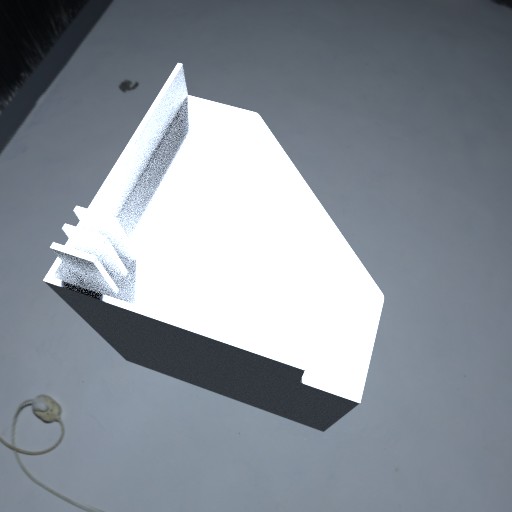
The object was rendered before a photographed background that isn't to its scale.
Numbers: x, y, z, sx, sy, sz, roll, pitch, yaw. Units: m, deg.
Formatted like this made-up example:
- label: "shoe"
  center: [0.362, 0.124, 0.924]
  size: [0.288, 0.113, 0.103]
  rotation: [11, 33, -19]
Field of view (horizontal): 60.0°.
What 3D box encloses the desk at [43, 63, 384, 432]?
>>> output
- label: "desk"
  center: [0.000, 0.000, 1.743]
  size: [0.940, 0.986, 0.940]
  rotation: [17, 64, 9]
